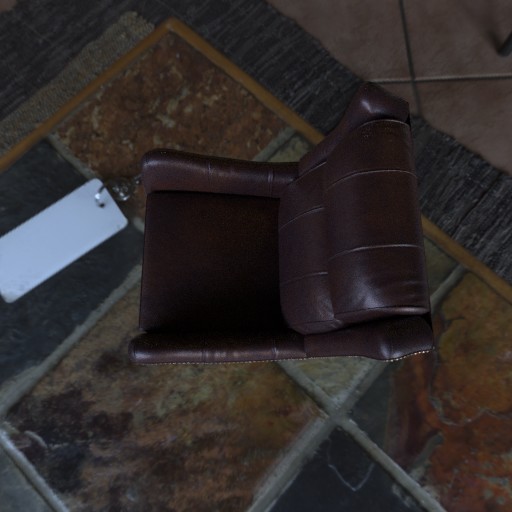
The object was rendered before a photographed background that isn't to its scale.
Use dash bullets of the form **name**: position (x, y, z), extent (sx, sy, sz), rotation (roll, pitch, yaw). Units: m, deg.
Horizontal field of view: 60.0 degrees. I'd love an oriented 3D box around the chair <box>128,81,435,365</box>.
- **chair**: position (0.000, 0.000, 1.806), extent (1.008, 1.084, 0.869), rotation (0, 75, 0)
